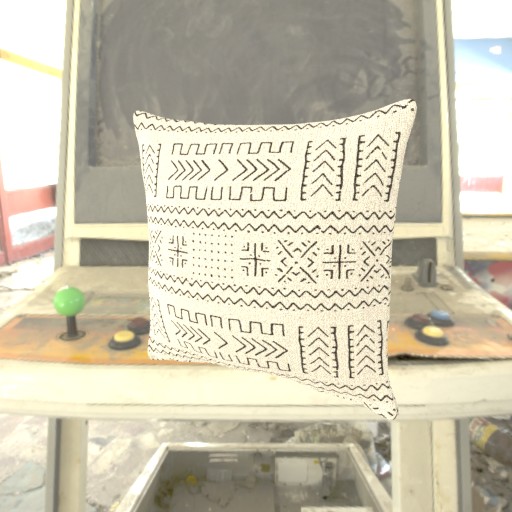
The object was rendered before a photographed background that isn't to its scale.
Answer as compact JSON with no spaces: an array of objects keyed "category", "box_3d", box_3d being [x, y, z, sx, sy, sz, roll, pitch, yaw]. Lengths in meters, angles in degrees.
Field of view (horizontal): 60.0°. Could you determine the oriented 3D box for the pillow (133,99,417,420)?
[{"category":"pillow","box_3d":[0.000,0.000,0.660,0.438,0.430,0.164,7,15,26]}]
